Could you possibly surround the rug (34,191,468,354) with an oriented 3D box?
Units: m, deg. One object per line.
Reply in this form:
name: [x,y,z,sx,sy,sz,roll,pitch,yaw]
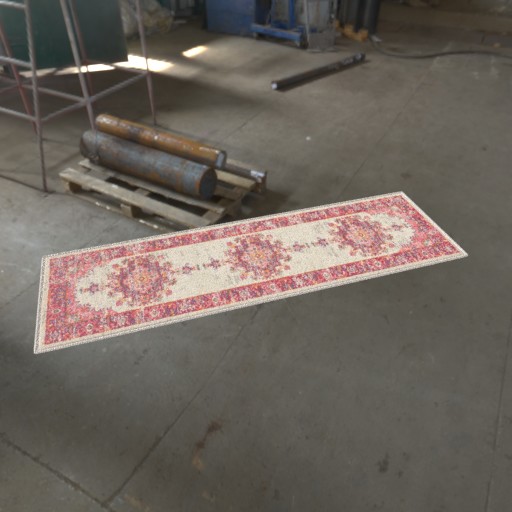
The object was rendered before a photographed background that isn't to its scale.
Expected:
rug: [0.000,0.000,1.979,1.824,0.009,0.562,-11,42,-13]
